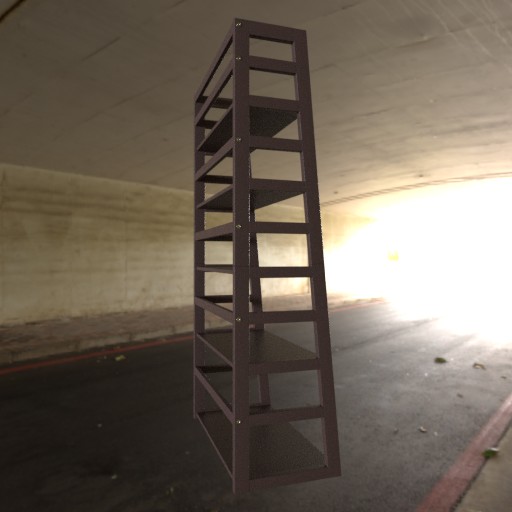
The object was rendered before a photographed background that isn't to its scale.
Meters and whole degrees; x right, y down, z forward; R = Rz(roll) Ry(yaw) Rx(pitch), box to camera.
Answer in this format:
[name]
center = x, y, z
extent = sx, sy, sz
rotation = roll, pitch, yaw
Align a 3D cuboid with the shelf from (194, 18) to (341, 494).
[shelf]
center = 0.000, 0.000, 1.910
extent = 0.403, 1.600, 0.763
rotation = 0, 0, -18
